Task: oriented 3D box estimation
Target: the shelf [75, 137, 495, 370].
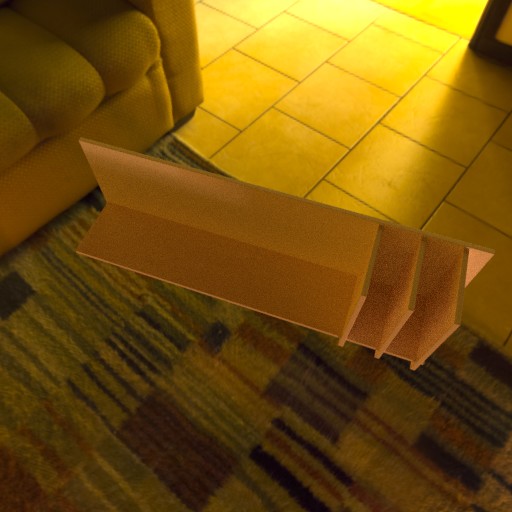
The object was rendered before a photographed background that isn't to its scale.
[{"bbox_3d":[0.000,0.000,1.122,1.020,0.300,0.200,17,60,10],"label":"shelf"}]
